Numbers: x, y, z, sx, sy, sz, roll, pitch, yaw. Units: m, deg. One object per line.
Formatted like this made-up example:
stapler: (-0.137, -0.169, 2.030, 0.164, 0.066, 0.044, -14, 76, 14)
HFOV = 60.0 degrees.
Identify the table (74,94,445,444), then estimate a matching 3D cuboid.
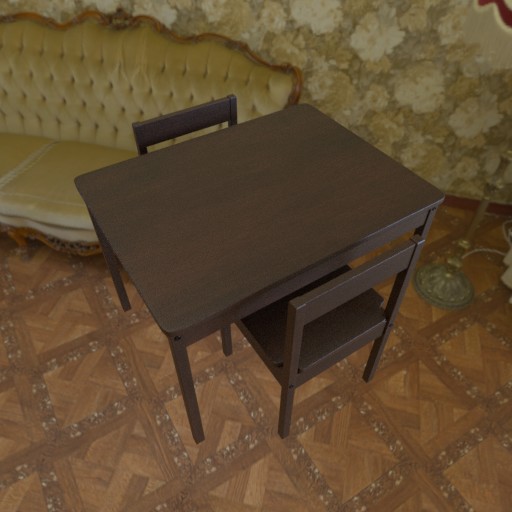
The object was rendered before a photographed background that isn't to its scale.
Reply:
table: (0.000, 0.000, 1.109, 0.650, 0.503, 0.672, -25, 51, -22)
